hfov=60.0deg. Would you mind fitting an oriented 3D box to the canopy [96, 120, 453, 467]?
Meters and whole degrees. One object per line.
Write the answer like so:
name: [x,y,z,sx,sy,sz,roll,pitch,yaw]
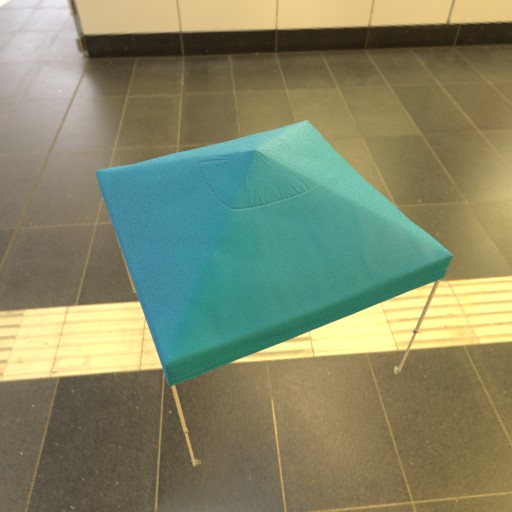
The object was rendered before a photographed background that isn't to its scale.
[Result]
canopy: [0.000,0.000,5.456,2.998,2.997,2.996,-18,48,-17]
